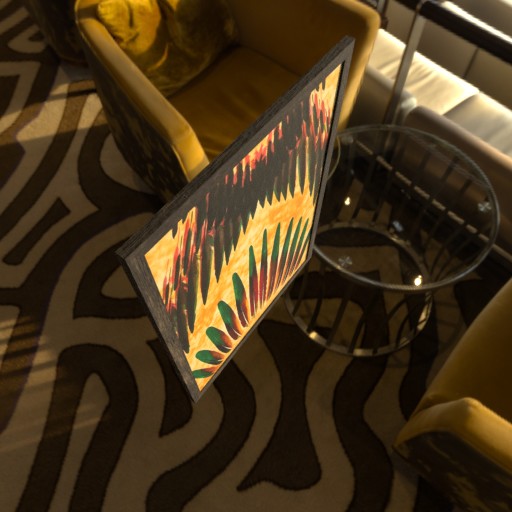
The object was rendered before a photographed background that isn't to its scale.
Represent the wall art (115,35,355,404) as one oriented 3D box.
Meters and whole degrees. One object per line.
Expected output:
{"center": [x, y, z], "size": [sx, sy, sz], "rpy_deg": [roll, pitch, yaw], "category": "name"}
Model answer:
{"center": [0.000, 0.000, 1.410], "size": [0.029, 1.066, 0.812], "rpy_deg": [32, 64, 18], "category": "wall art"}
